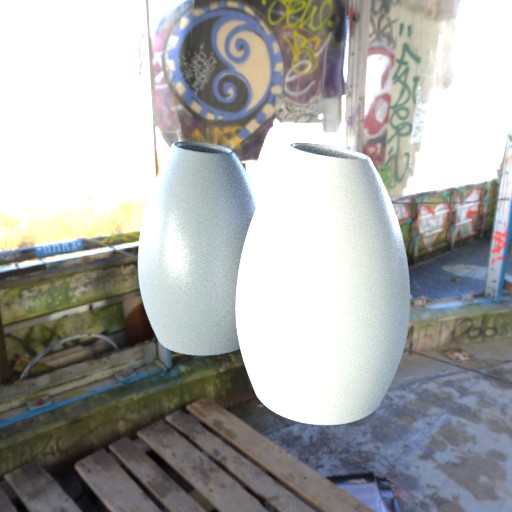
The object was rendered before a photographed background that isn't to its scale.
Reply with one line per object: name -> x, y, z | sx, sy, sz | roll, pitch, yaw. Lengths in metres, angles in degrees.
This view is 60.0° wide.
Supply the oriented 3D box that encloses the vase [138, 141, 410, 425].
vase -> 0.000, 0.000, 0.263 | 0.089, 0.131, 0.187 | -14, 21, -42
